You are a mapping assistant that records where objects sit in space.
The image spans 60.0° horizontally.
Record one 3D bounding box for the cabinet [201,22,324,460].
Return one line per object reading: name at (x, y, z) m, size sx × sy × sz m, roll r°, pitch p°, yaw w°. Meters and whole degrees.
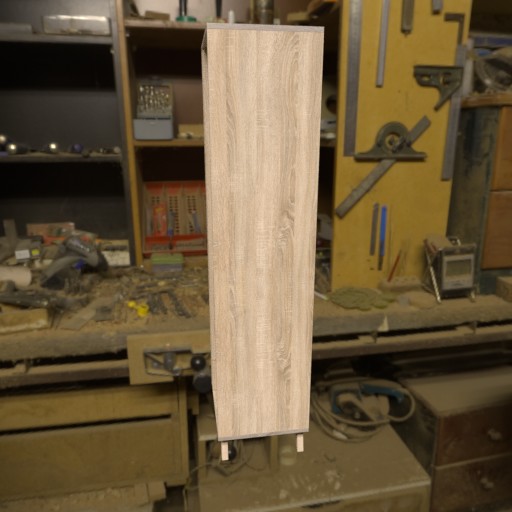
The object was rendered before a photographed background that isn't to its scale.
cabinet at (0.000, 0.000, 2.185) m, size 0.450 × 1.960 × 0.510 m, roll -3°, pitch 16°, yaw -9°
